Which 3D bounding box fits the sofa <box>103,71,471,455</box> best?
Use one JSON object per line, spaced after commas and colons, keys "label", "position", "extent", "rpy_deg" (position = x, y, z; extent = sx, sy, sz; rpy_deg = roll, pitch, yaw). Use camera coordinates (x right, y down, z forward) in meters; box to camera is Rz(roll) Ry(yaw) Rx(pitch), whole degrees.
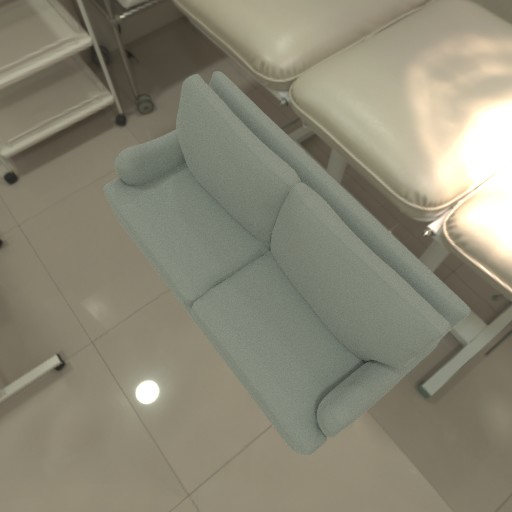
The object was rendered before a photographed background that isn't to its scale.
{"label": "sofa", "position": [0.000, 0.000, 2.799], "extent": [1.069, 1.096, 2.193], "rpy_deg": [-35, 69, -16]}
